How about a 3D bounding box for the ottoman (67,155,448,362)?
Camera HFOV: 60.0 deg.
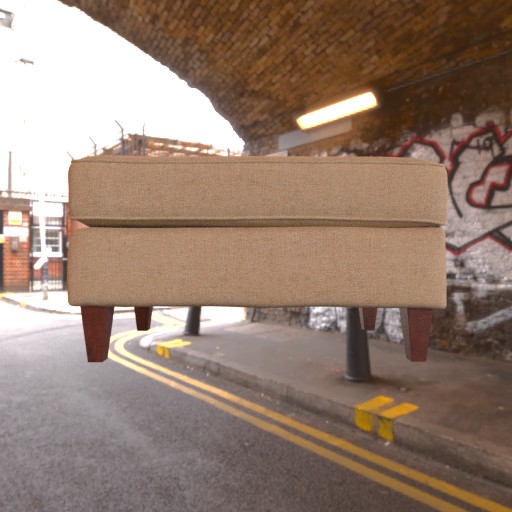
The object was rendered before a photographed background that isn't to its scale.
[{"bbox_3d":[0.000,0.000,1.244,0.862,0.484,0.583,0,-1,0],"label":"ottoman"}]
